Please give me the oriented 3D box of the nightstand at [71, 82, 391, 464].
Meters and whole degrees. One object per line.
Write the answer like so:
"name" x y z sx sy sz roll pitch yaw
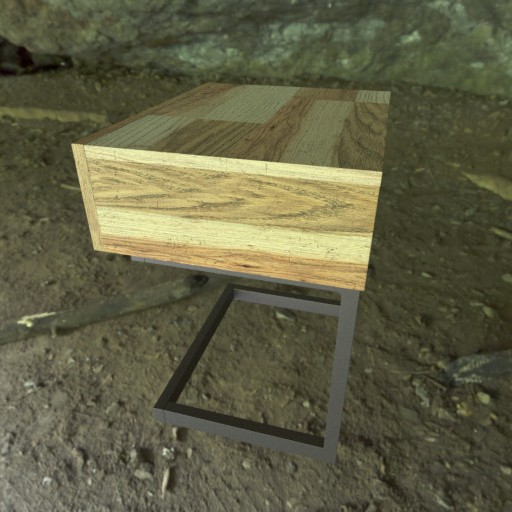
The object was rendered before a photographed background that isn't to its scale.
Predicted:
"nightstand" 0.000 0.000 0.993 0.481 0.632 0.558 8 31 14
